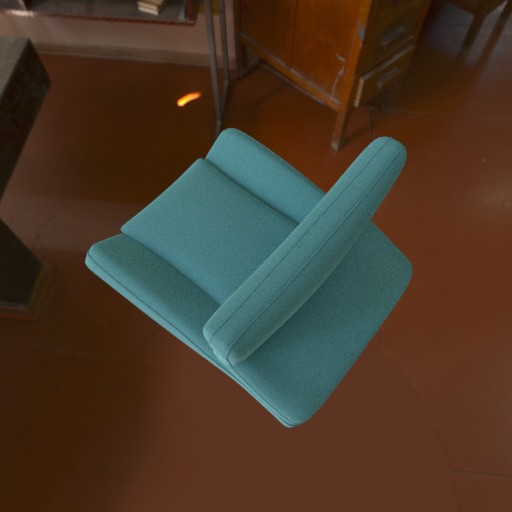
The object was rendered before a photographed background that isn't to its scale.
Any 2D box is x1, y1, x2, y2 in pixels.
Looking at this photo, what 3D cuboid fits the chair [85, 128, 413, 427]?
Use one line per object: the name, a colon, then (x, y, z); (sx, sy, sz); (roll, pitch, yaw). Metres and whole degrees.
chair: (0.000, 0.000, 1.648); (1.008, 0.855, 0.859); (36, 68, 17)
